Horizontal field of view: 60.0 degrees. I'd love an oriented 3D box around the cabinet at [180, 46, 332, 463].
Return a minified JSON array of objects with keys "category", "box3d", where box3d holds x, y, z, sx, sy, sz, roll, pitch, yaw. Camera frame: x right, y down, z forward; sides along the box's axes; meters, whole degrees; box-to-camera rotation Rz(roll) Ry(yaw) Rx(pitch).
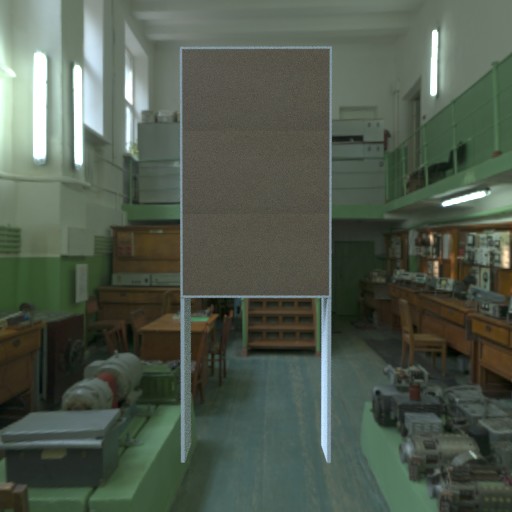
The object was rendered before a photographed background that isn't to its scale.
[{"category":"cabinet","box3d":[0.000,0.000,1.980,0.643,1.770,0.192,0,1,0]}]
